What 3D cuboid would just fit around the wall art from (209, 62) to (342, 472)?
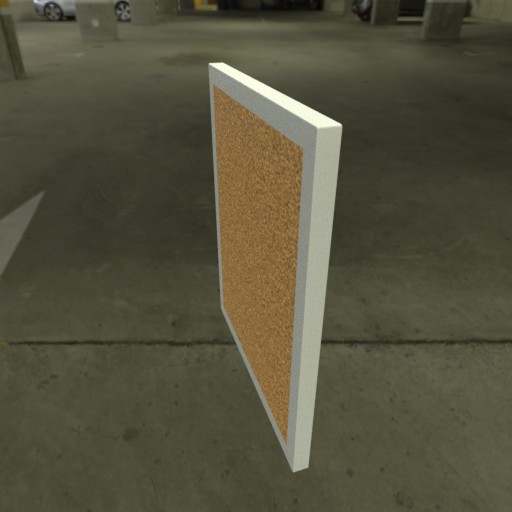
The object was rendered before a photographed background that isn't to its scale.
[{"bbox_3d":[0.000,0.000,0.761,0.028,0.556,0.454,-10,32,-16],"label":"wall art"}]
